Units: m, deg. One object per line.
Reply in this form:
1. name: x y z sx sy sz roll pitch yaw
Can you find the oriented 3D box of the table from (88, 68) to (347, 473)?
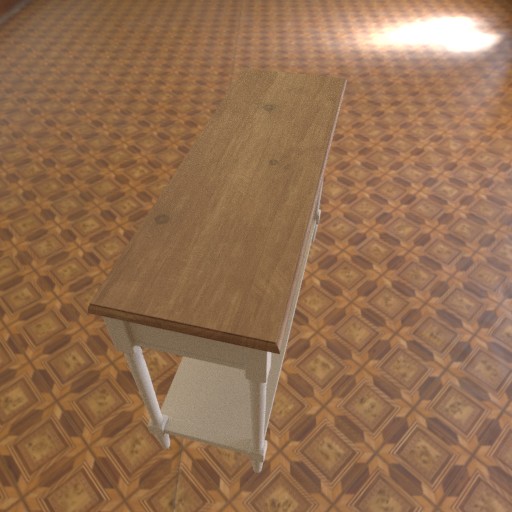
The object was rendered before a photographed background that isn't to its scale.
1. table: 0.000 0.000 1.557 0.399 0.800 1.219 10 46 10
